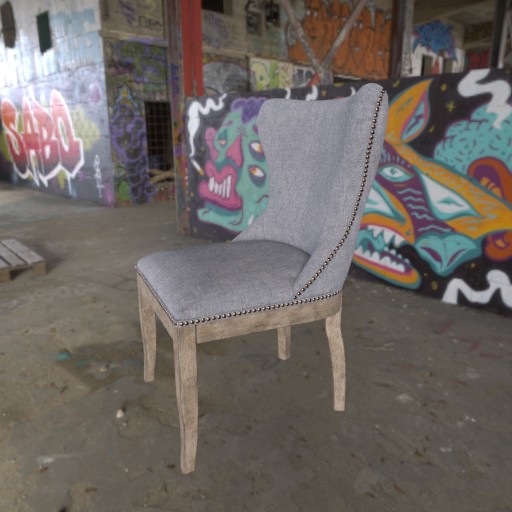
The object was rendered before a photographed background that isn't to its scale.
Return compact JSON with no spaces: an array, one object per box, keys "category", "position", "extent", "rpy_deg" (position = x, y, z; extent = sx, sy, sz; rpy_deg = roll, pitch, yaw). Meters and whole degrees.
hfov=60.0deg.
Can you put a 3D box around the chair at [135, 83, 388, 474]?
[{"category":"chair","position":[0.000,0.000,1.421],"extent":[0.681,1.002,0.654],"rpy_deg":[-7,17,-24]}]
